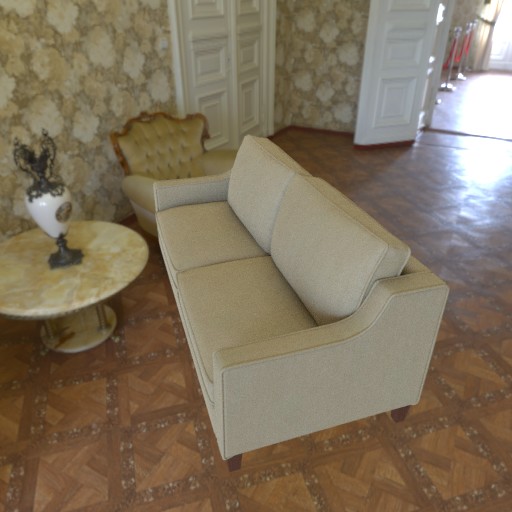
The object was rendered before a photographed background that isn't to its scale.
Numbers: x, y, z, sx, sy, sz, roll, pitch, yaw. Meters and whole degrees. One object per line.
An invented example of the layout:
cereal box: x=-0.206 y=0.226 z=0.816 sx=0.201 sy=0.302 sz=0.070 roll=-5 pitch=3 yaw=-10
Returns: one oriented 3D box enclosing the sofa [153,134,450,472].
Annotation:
sofa: x=0.000 y=0.000 z=2.837 sx=1.066 sy=1.071 sz=2.178 roll=-9 pitch=31 yaw=-16
